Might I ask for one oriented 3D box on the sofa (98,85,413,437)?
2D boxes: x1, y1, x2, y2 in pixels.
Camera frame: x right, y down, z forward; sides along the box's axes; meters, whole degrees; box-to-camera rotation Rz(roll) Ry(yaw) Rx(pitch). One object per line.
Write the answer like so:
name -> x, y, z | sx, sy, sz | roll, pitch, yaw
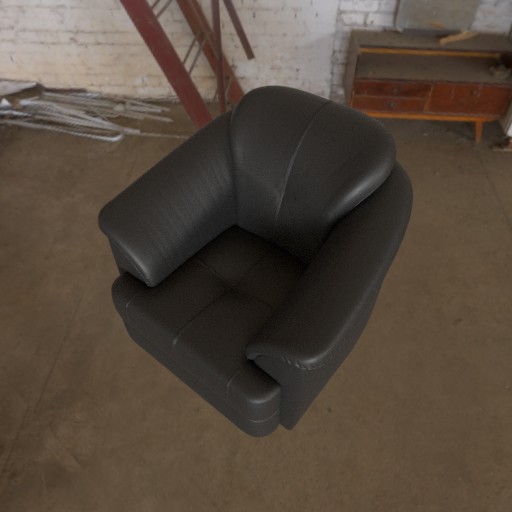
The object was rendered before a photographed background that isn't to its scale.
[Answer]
sofa -> 0.000, 0.000, 1.483 | 0.870, 0.811, 0.794 | 31, 54, 26
